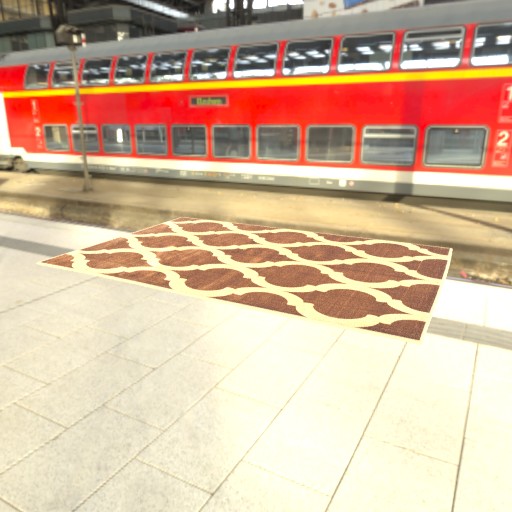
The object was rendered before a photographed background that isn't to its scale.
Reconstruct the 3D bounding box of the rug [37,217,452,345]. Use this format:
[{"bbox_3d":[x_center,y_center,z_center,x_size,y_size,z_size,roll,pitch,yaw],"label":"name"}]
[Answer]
[{"bbox_3d":[0.000,0.000,2.902,2.290,0.014,1.526,9,19,26],"label":"rug"}]
